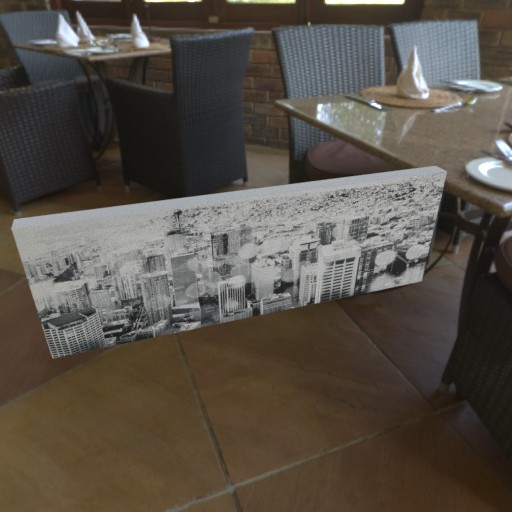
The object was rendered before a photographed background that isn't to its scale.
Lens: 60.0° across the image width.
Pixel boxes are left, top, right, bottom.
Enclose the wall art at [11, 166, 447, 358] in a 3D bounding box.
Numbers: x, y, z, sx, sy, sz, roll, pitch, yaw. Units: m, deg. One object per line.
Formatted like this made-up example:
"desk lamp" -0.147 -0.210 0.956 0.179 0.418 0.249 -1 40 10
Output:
"wall art" 0.000 0.000 0.829 0.763 0.255 0.038 -10 32 -16
